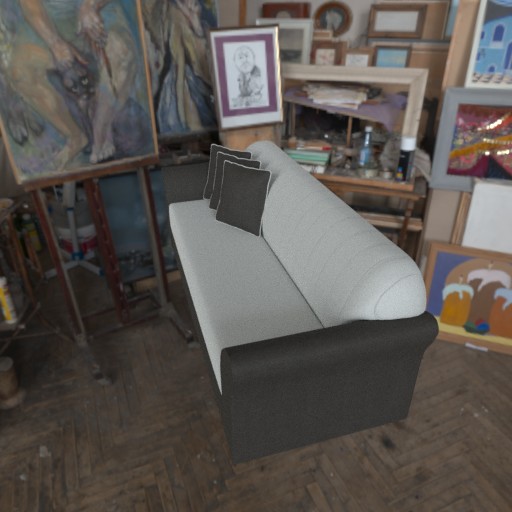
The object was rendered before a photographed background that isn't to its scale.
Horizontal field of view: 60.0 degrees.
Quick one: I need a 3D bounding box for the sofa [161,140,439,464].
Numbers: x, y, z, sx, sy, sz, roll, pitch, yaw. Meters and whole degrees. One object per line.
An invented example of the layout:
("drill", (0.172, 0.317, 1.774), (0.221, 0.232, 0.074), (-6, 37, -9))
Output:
("sofa", (0.000, 0.000, 2.388), (0.755, 0.787, 2.001), (-9, 31, -14))
